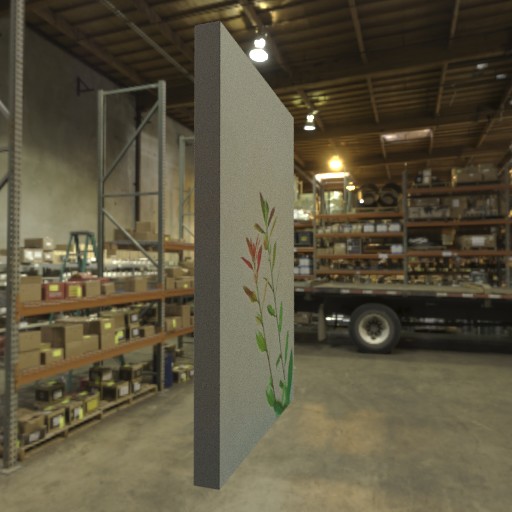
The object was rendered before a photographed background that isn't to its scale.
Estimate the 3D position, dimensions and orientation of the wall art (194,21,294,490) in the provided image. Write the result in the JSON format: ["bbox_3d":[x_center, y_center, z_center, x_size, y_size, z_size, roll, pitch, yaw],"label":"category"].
[{"bbox_3d":[0.000,0.000,0.776,0.038,0.611,0.408,0,-1,18],"label":"wall art"}]
